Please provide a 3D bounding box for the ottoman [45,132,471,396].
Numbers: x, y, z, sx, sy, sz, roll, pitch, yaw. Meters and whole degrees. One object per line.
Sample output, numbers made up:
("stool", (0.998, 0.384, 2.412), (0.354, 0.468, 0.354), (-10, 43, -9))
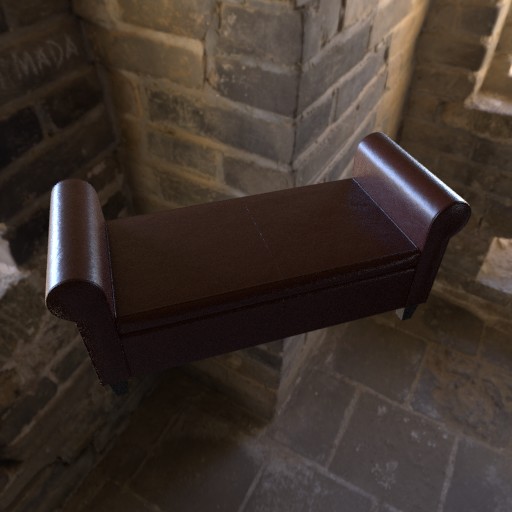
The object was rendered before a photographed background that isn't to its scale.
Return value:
("ottoman", (0.000, 0.000, 1.561), (1.256, 0.547, 0.521), (-12, 42, -13))
